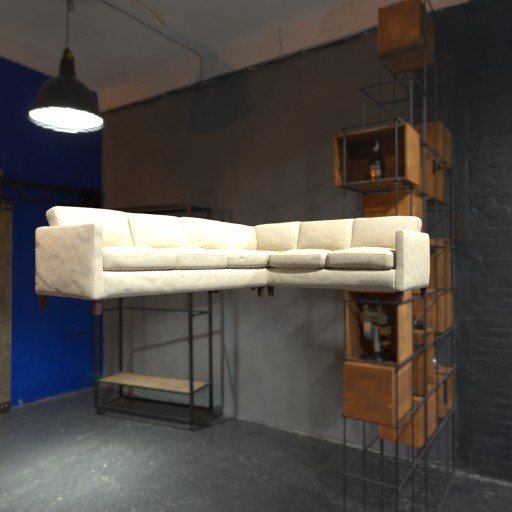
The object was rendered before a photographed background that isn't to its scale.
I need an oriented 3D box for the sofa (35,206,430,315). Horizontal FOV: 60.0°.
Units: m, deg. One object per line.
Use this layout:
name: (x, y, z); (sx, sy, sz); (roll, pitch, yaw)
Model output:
sofa: (0.000, 0.000, 4.511); (2.593, 0.947, 3.302); (-1, -1, 36)
